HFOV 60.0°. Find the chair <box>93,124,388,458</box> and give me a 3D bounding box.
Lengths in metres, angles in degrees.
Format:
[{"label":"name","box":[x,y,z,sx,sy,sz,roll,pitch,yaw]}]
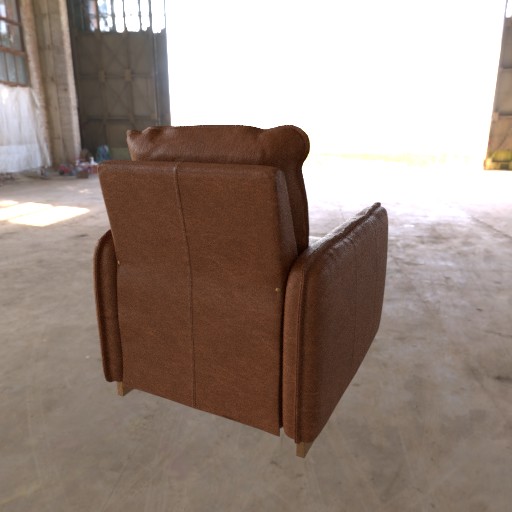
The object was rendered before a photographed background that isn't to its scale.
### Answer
[{"label":"chair","box":[0.000,0.000,1.635,0.830,0.922,0.922,8,17,26]}]
